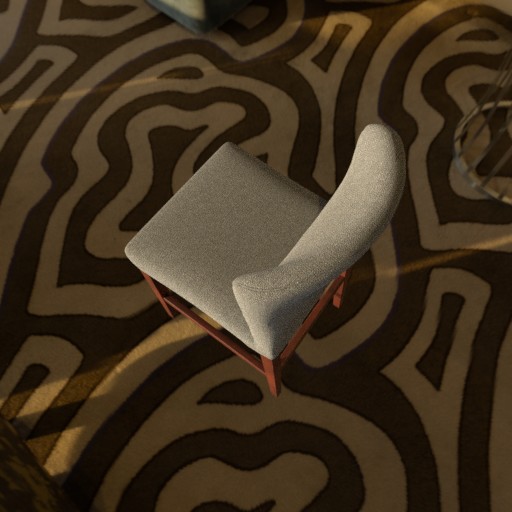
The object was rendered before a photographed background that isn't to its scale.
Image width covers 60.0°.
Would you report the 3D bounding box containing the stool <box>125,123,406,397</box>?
[{"bbox_3d":[0.000,0.000,1.279,0.568,0.968,0.479,34,69,15],"label":"stool"}]
